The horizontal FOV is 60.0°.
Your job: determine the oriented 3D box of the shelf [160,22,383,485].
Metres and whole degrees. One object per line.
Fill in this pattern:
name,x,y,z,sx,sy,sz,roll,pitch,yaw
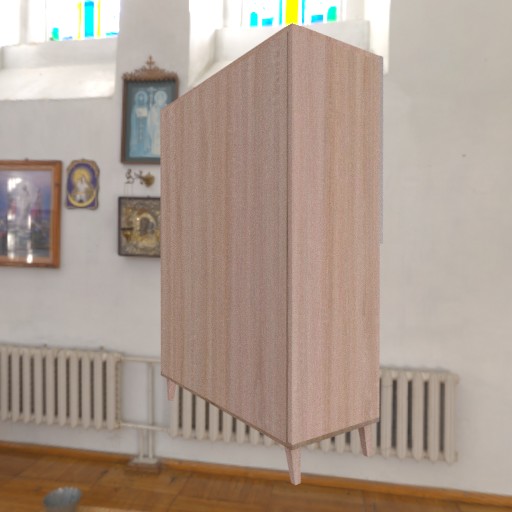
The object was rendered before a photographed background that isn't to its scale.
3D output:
shelf,0.000,0.000,1.858,0.434,1.405,0.995,0,1,-35
